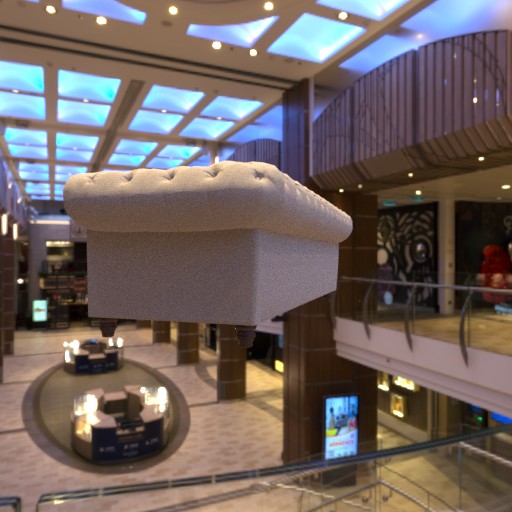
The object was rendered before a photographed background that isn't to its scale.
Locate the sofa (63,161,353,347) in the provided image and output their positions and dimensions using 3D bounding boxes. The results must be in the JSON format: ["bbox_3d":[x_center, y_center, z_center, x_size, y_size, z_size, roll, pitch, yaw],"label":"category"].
[{"bbox_3d":[0.000,0.000,3.145,1.076,0.847,2.694,0,0,19],"label":"sofa"}]
